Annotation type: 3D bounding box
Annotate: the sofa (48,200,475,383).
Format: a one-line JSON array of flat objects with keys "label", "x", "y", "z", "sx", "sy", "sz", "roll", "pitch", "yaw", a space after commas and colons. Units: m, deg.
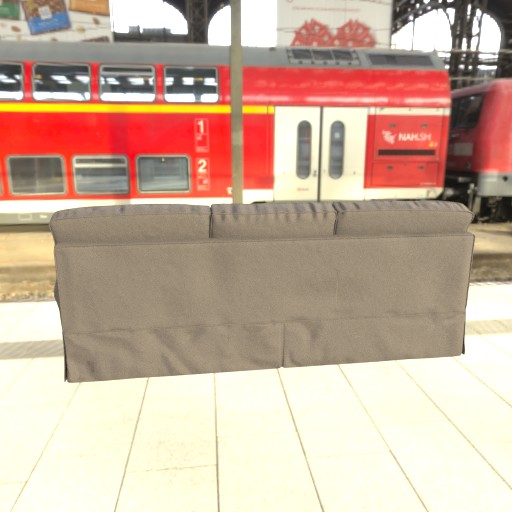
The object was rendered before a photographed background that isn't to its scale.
[{"label": "sofa", "x": 0.000, "y": 0.000, "z": 3.334, "sx": 2.475, "sy": 0.978, "sz": 1.733, "roll": -2, "pitch": 14, "yaw": -8}]
